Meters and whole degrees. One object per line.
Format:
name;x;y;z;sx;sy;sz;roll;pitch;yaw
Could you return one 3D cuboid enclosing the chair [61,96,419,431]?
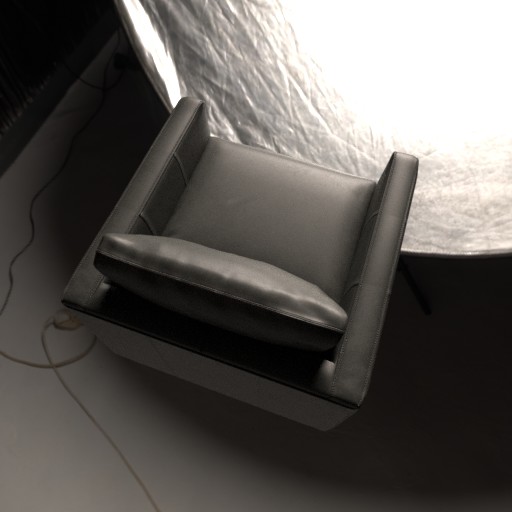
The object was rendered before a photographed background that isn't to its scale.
chair;0.000;0.000;1.498;0.967;0.824;0.861;18;64;9
